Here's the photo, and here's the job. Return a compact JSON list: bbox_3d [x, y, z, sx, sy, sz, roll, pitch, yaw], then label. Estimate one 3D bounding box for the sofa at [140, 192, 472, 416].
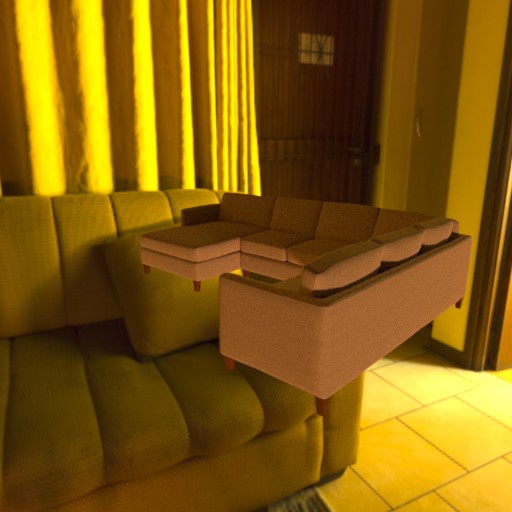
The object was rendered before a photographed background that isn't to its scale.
[{"bbox_3d":[0.000,0.000,4.607,3.460,0.961,2.594,13,20,41],"label":"sofa"}]
